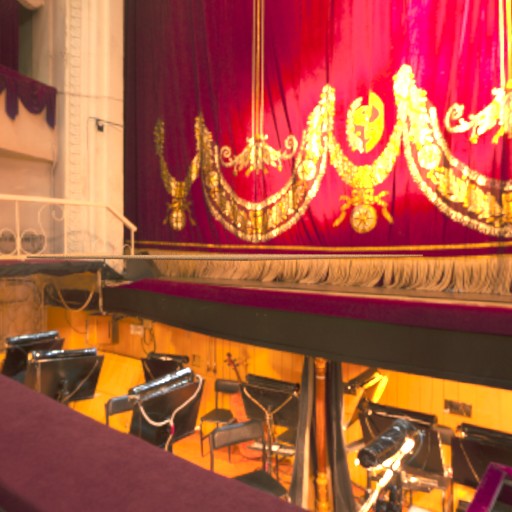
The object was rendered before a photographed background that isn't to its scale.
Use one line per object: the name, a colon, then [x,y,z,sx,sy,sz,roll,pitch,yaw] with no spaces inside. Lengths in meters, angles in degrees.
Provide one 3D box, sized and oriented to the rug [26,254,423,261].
rug: [0.000,0.000,2.913,1.532,0.017,2.244,0,1,36]
